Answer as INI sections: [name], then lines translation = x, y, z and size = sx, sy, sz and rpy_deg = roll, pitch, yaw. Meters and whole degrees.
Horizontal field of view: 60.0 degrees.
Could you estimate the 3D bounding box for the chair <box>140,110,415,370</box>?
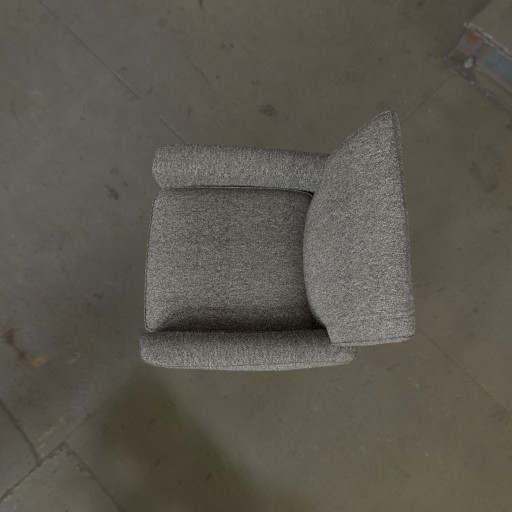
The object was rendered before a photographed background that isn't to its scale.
[chair]
translation = 0.000, 0.000, 1.689
size = 0.864, 1.014, 0.848
rpy_deg = 1, 76, 0
